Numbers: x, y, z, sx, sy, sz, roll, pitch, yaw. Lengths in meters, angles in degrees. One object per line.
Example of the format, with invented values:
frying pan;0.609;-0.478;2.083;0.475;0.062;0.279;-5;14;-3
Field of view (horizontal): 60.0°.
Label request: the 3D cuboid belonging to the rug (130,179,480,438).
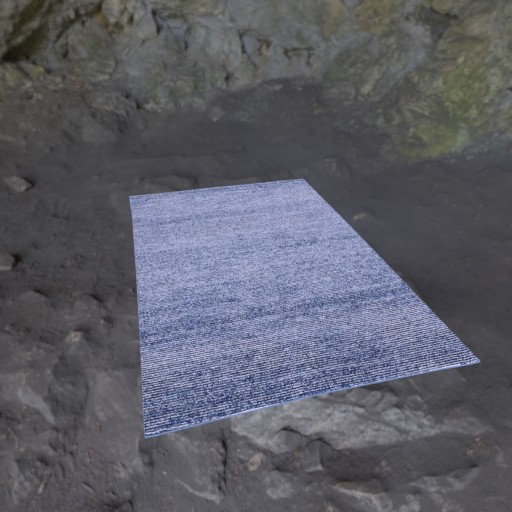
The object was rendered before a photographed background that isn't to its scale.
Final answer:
rug;0.000;0.000;2.135;1.145;0.021;1.777;-8;32;-13
